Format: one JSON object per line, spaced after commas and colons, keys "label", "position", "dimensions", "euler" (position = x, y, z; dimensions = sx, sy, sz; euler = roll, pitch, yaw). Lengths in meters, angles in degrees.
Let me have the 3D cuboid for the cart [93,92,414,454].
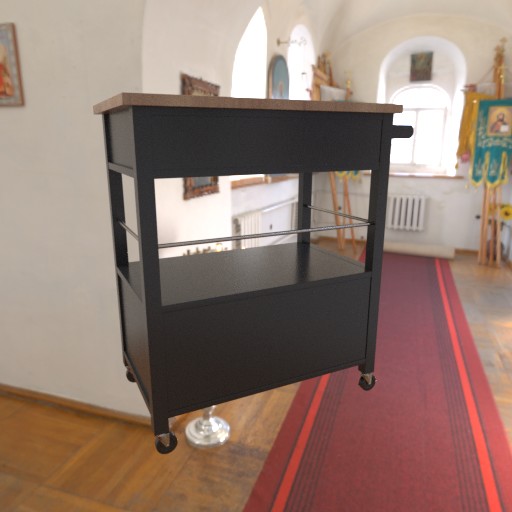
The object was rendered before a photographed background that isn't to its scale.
{"label": "cart", "position": [0.000, 0.000, 1.398], "dimensions": [0.840, 0.901, 0.459], "euler": [-7, 17, -26]}
